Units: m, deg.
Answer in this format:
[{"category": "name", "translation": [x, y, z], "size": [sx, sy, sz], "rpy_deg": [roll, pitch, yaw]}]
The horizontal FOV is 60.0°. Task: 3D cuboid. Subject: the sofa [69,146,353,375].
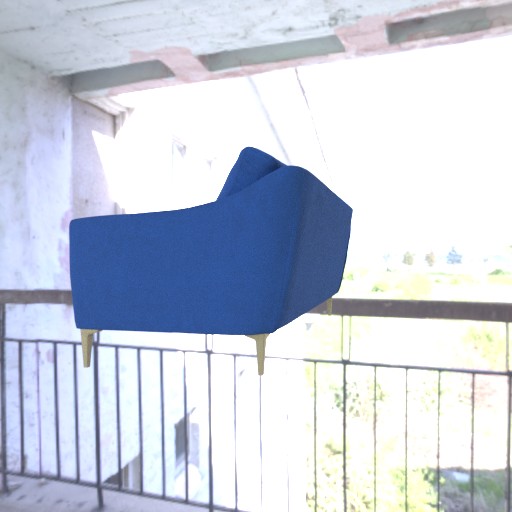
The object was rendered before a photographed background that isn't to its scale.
[{"category": "sofa", "translation": [0.000, 0.000, 2.602], "size": [0.960, 0.903, 2.036], "rpy_deg": [0, 1, 18]}]
